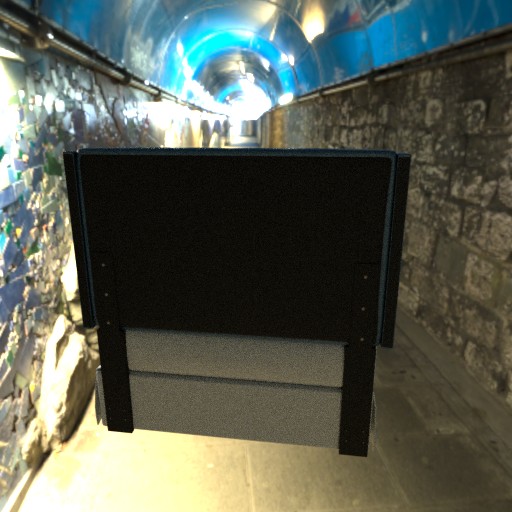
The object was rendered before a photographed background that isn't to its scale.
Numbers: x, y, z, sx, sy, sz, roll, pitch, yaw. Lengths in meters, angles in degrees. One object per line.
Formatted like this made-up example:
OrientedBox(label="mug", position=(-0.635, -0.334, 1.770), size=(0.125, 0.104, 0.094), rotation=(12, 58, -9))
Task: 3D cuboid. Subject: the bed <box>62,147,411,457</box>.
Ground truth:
OrientedBox(label="bed", position=(0.000, 0.000, 3.321), size=(1.719, 1.665, 2.078), rotation=(2, 16, 8))
